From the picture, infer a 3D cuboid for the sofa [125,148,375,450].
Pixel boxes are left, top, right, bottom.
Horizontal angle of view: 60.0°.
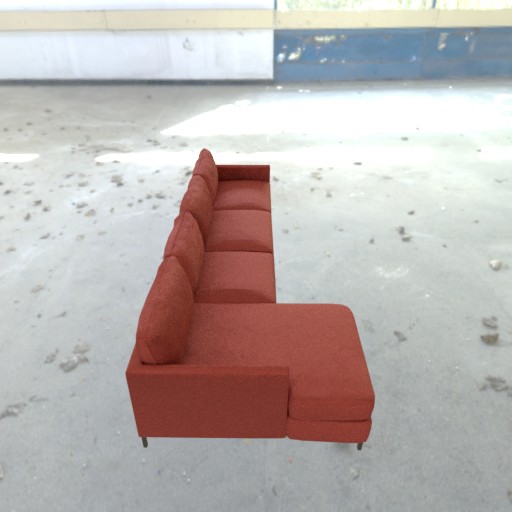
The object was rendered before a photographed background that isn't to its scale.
[{"bbox_3d":[0.000,0.000,4.095,1.500,0.967,3.400,0,33,1],"label":"sofa"}]
